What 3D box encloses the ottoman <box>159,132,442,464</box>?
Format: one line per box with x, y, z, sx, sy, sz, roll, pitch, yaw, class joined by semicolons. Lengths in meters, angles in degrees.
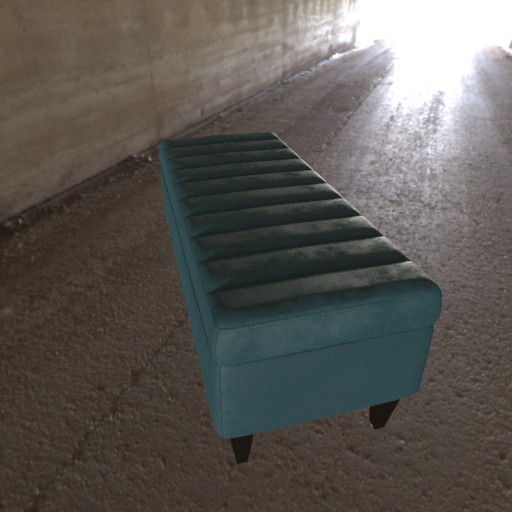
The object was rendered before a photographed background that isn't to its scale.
0.000;0.000;1.396;0.482;0.469;1.151;-8;32;-13;ottoman
